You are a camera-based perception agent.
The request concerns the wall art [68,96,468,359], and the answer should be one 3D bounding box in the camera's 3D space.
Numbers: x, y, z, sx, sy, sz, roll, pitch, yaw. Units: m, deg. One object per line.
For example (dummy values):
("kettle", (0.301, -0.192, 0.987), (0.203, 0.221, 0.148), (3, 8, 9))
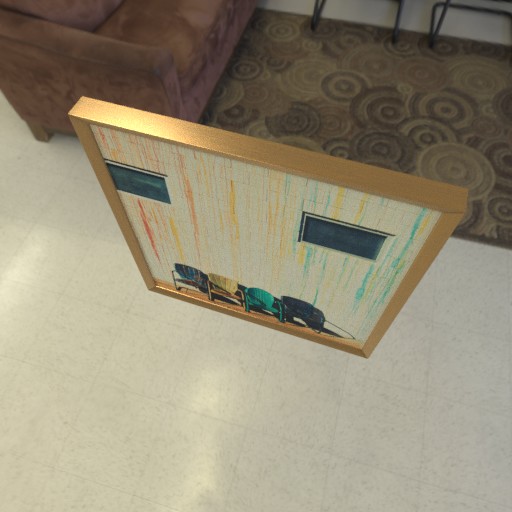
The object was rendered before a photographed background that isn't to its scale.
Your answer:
("wall art", (0.000, 0.000, 0.760), (0.505, 0.505, 0.037), (16, 60, 10))
